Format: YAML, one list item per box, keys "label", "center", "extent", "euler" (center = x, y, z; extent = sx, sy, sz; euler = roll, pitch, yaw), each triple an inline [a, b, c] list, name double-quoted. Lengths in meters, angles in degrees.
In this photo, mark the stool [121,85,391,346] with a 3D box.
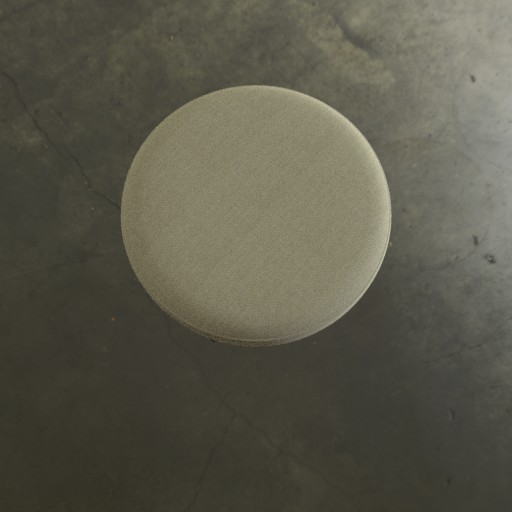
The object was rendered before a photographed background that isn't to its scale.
- label: "stool"
  center: [0.000, 0.000, 1.028]
  extent: [0.446, 0.758, 0.446]
  euler: [0, 77, 0]
